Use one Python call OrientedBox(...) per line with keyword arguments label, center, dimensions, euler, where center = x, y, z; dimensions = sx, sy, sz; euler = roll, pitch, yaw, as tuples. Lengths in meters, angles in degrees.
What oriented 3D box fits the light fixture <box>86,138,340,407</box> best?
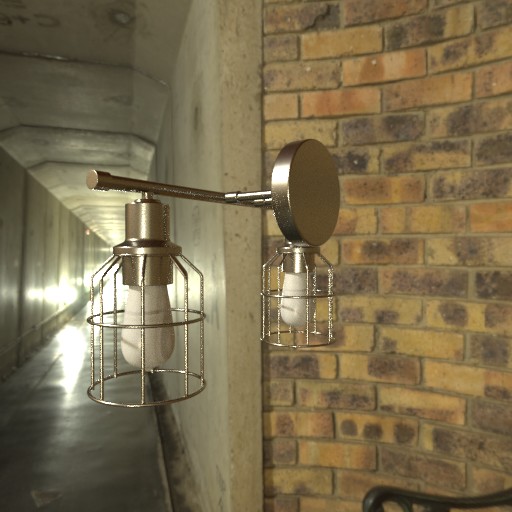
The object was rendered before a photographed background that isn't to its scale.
OrientedBox(label="light fixture", center=(0.000, 0.000, 0.531), dimensions=(0.165, 0.254, 0.406), euler=(1, 1, 36))
